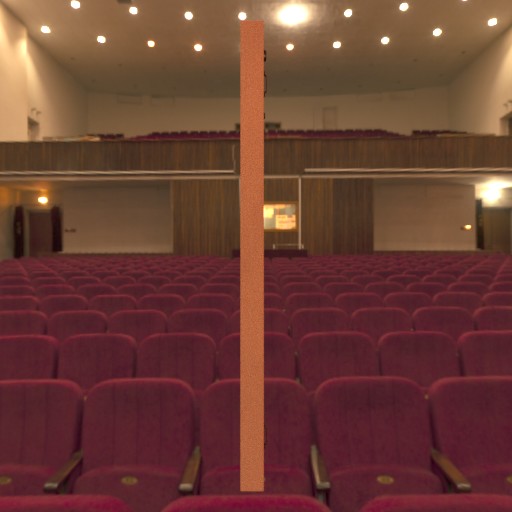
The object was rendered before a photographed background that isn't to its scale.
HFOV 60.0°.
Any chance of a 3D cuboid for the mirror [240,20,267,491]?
[{"bbox_3d":[0.000,0.000,0.921,0.040,0.710,0.507,0,0,1],"label":"mirror"}]
